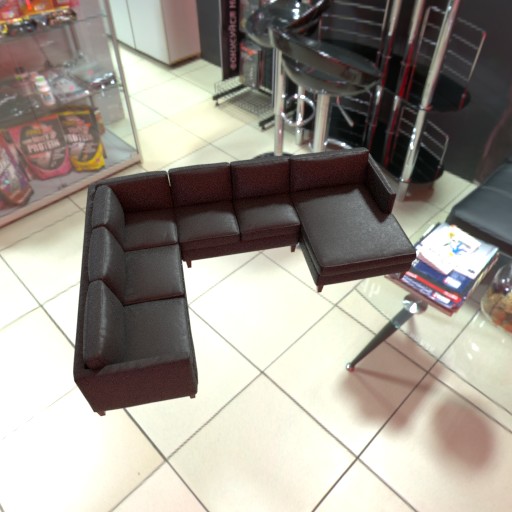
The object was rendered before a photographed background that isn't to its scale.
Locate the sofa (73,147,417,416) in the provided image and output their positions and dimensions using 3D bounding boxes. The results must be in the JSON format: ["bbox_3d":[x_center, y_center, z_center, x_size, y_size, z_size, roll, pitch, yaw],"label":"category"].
[{"bbox_3d":[0.000,0.000,4.713,3.460,0.923,2.593,-9,47,-8],"label":"sofa"}]
